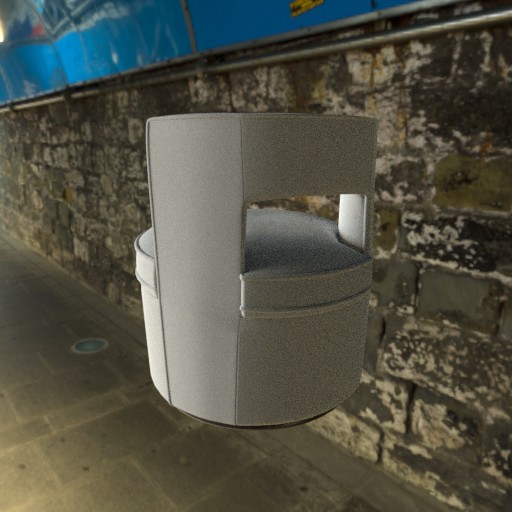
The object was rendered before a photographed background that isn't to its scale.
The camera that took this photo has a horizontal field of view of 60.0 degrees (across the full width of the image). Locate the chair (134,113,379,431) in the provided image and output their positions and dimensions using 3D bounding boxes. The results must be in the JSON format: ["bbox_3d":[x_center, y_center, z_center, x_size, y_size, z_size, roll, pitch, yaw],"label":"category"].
[{"bbox_3d":[0.000,0.000,1.232,0.650,0.723,0.665,-7,16,-26],"label":"chair"}]
